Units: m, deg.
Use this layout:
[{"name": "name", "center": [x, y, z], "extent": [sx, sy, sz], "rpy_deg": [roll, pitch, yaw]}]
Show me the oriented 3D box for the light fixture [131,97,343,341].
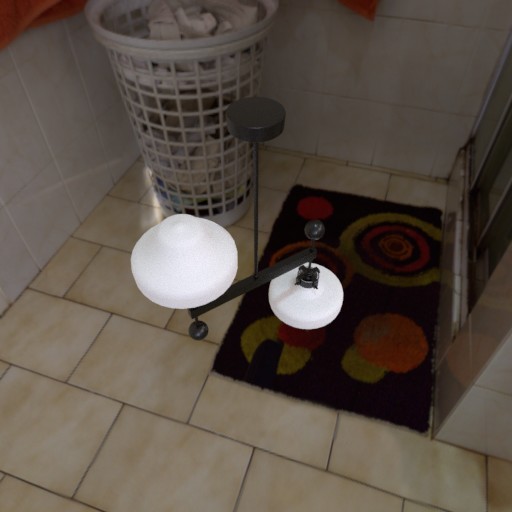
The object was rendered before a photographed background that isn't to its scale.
[{"name": "light fixture", "center": [0.000, 0.000, 1.037], "extent": [0.422, 0.743, 0.489], "rpy_deg": [16, 50, 14]}]
